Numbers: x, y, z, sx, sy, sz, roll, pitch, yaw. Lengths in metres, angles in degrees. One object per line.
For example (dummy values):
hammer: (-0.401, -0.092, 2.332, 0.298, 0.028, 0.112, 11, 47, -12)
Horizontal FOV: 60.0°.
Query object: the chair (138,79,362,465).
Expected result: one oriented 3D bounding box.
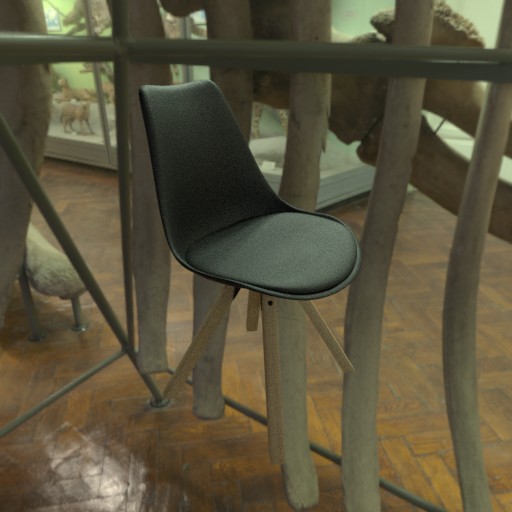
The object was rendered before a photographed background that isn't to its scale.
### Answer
chair: (0.000, 0.000, 1.192, 0.549, 0.850, 0.485, 17, 31, 31)
